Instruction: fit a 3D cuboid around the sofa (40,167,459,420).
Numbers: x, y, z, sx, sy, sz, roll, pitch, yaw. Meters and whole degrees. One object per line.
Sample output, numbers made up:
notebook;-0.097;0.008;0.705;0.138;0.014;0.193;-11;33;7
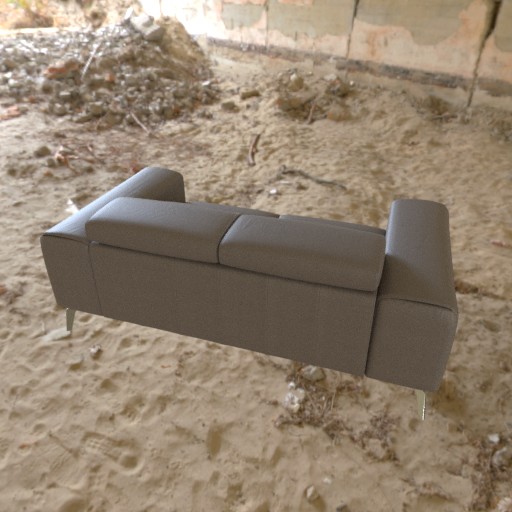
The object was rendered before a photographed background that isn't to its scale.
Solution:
sofa;0.000;0.000;2.401;1.930;0.753;1.024;10;33;16
